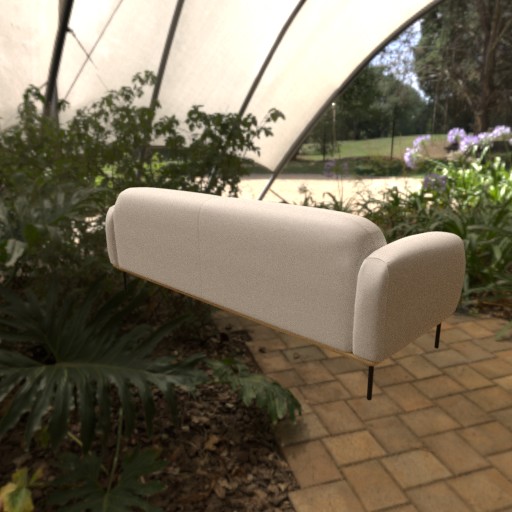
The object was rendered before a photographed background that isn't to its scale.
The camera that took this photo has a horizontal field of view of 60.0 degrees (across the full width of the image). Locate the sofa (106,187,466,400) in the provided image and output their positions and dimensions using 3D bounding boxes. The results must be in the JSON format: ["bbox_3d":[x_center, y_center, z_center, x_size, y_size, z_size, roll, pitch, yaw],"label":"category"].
[{"bbox_3d":[0.000,0.000,2.713,2.257,0.780,0.880,14,20,43],"label":"sofa"}]
